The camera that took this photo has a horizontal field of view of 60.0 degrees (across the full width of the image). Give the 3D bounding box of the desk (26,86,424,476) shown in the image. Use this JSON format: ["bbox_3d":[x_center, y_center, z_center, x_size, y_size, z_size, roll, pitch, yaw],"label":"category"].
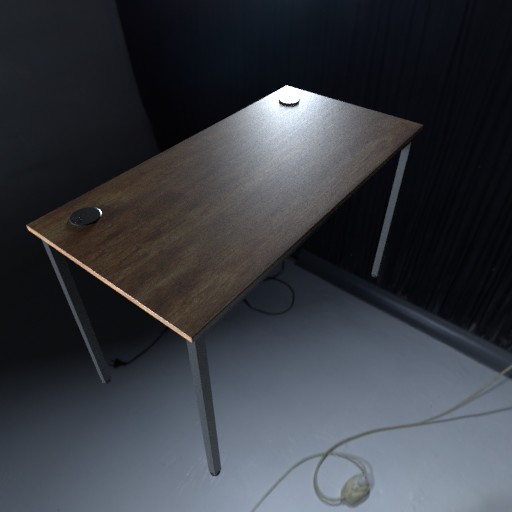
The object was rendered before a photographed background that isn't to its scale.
[{"bbox_3d":[0.000,0.000,1.629,0.600,0.749,1.200,27,49,27],"label":"desk"}]
